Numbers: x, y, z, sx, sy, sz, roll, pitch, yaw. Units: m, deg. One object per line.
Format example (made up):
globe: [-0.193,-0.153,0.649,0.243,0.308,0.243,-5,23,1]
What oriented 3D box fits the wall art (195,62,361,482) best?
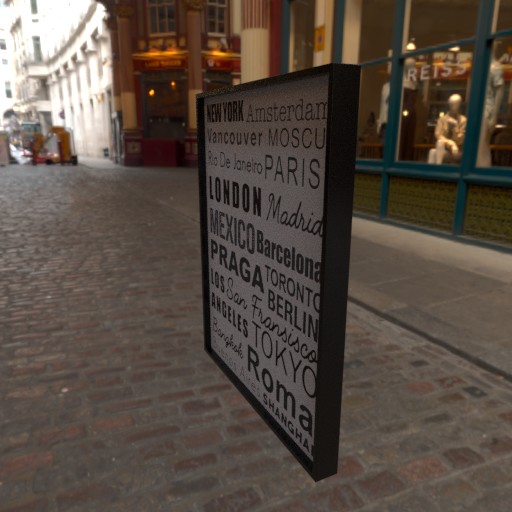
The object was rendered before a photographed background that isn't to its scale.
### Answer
wall art: [0.000,0.000,0.755,0.038,0.551,0.448,-8,17,-26]
